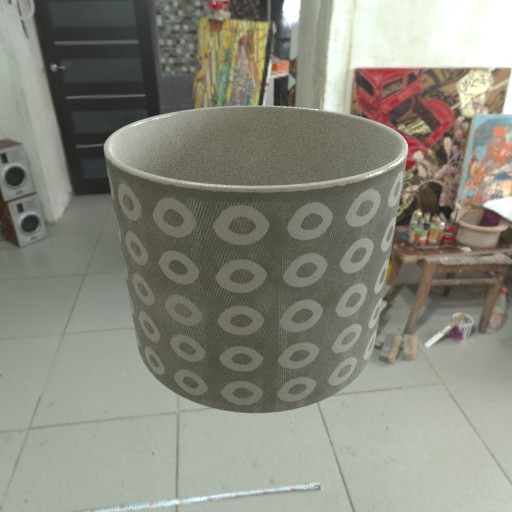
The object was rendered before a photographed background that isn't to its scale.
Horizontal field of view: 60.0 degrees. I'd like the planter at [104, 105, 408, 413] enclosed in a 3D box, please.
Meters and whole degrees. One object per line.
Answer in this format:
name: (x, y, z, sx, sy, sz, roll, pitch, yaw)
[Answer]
planter: (0.000, 0.000, 0.438, 0.250, 0.239, 0.250, 0, 30, 0)
